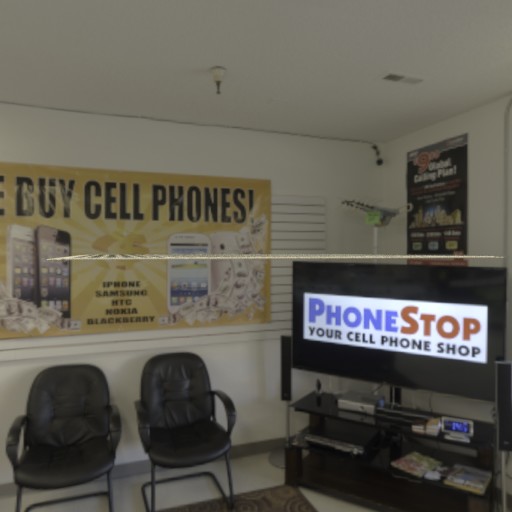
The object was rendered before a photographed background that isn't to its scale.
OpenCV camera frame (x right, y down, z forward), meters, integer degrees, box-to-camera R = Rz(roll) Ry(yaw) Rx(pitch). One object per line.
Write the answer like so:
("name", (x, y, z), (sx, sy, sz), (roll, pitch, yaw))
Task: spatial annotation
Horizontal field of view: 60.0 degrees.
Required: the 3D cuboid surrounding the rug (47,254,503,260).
("rug", (0.000, 0.000, 3.717), (2.910, 0.013, 2.256), (0, 1, -18))
